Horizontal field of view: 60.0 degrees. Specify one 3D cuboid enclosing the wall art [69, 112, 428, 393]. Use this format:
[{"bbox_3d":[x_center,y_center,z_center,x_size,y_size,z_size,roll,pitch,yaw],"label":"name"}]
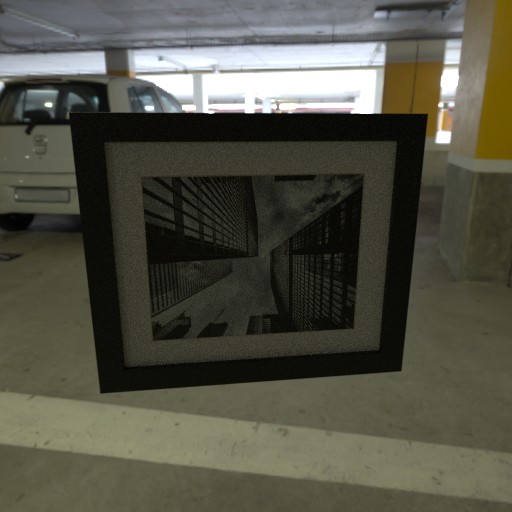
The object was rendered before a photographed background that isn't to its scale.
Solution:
[{"bbox_3d":[0.000,0.000,0.524,0.381,0.321,0.028,-2,16,-7],"label":"wall art"}]
